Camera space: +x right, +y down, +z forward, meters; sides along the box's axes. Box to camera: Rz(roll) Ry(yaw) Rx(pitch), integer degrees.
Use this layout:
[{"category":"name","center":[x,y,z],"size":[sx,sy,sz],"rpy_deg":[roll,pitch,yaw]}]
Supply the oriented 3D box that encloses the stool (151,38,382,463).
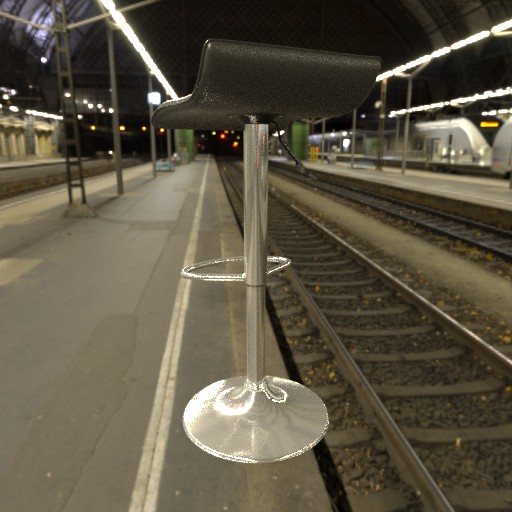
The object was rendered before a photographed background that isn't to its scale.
[{"category":"stool","center":[0.000,0.000,1.060],"size":[0.381,0.851,0.381],"rpy_deg":[-7,15,-26]}]
